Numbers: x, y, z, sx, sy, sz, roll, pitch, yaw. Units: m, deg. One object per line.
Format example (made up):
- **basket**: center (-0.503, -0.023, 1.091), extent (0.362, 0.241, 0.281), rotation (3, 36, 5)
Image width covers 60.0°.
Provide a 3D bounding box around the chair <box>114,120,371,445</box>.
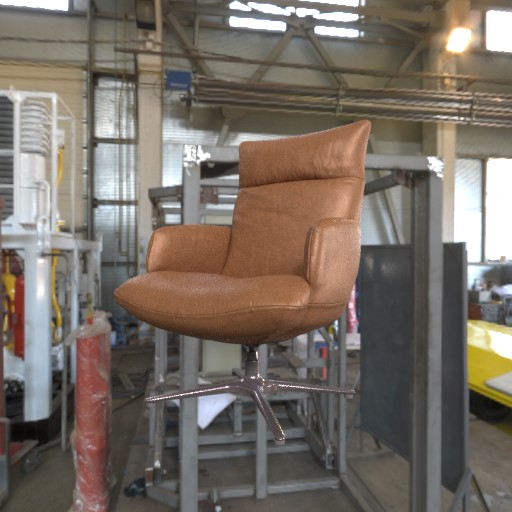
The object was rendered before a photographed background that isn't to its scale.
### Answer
- **chair**: center (0.000, 0.000, 1.580), extent (0.711, 1.027, 0.794), rotation (0, 0, 35)
